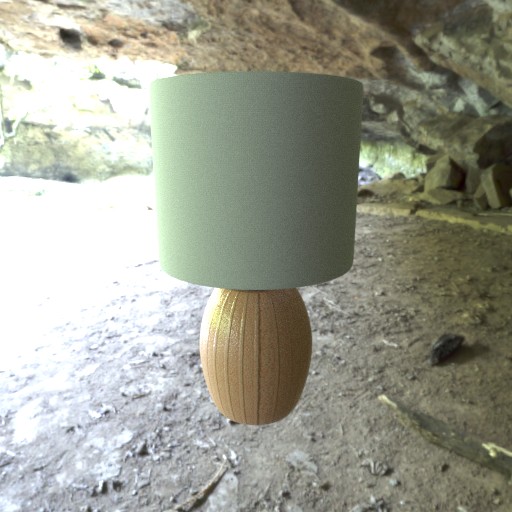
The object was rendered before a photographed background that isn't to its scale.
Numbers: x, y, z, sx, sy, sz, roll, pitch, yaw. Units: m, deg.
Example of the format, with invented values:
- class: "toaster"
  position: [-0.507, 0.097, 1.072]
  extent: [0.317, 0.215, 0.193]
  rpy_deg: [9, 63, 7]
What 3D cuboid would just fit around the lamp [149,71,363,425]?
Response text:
- class: "lamp"
  position: [0.000, 0.000, 0.764]
  extent: [0.329, 0.570, 0.329]
  rpy_deg: [0, 15, 0]
